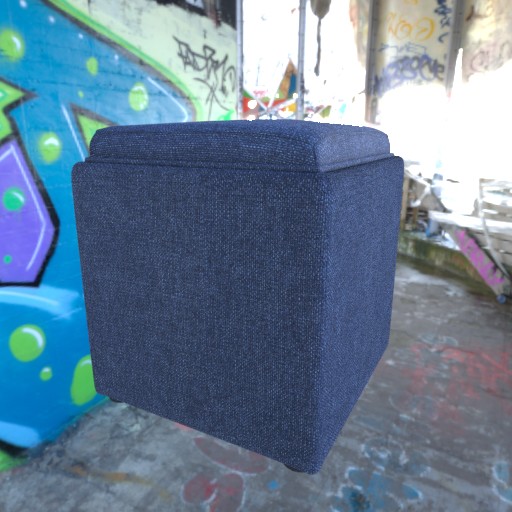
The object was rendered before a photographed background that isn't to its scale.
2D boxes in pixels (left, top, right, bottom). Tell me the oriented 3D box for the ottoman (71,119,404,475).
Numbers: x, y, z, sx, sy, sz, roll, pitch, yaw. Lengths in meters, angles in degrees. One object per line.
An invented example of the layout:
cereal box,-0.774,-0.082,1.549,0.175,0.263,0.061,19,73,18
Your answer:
ottoman,0.000,0.000,0.838,0.436,0.493,0.454,8,18,27
